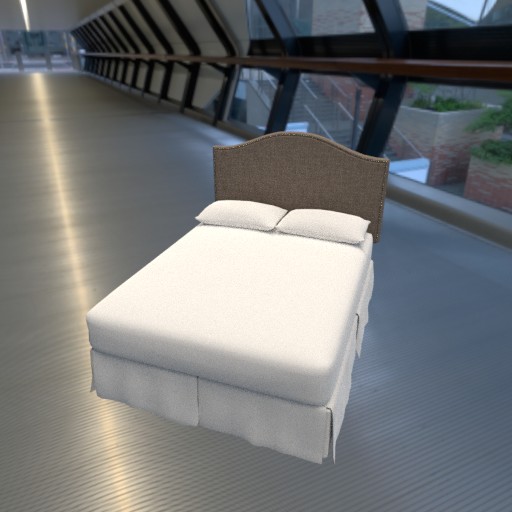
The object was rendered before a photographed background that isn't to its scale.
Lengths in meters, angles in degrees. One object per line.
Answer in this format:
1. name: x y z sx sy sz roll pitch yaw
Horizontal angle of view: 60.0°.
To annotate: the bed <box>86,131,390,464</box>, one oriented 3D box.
1. bed: 0.000 0.000 3.382 1.713 1.518 2.153 9 27 18
